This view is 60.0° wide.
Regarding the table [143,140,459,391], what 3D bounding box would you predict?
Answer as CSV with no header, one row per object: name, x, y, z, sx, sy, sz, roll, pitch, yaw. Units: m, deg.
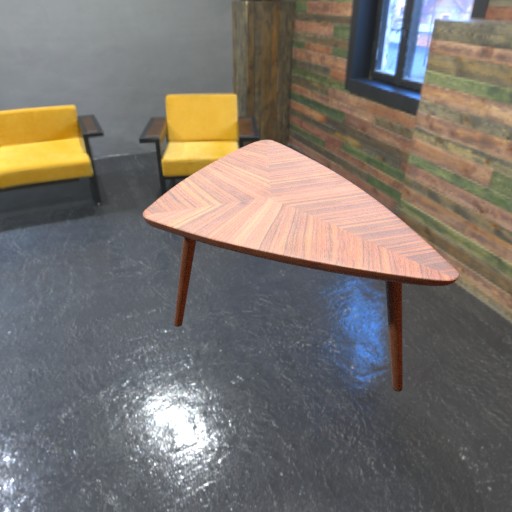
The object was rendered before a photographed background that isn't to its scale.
table,0.000,0.000,1.286,0.601,0.365,1.008,-11,32,-18
